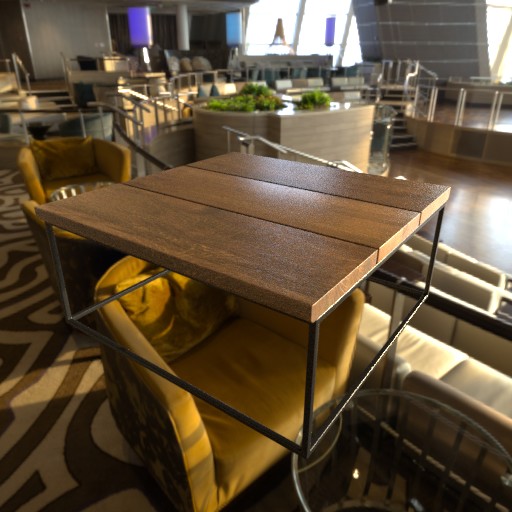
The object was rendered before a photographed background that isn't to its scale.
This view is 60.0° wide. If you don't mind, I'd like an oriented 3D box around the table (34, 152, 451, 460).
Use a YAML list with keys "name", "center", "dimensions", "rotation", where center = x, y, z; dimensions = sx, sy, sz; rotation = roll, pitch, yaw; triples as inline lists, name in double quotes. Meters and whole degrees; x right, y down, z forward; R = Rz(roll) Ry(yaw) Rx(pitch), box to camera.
- name: "table"
  center: [0.000, 0.000, 1.428]
  dimensions: [0.900, 0.400, 0.900]
  rotation: [17, 30, 32]
